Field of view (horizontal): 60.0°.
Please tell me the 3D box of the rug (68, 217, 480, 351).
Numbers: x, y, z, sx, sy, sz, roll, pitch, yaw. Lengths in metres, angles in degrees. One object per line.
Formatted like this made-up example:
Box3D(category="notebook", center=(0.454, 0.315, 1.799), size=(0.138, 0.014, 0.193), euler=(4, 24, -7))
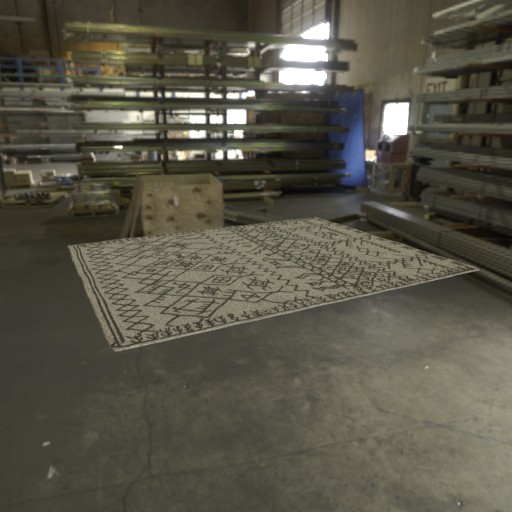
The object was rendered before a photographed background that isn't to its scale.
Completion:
Box3D(category="rug", center=(0.000, 0.000, 3.311), size=(2.455, 0.025, 1.964), euler=(-9, 19, -26))
